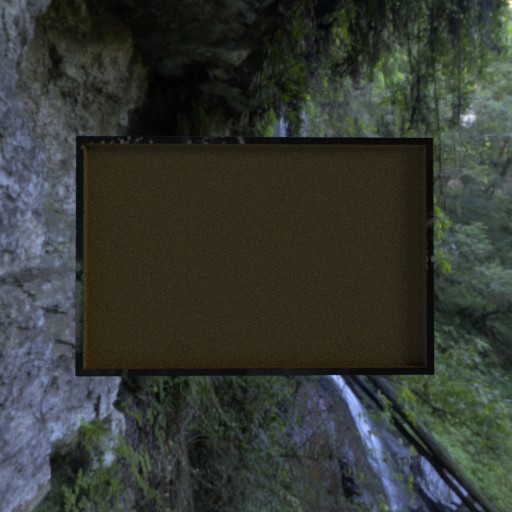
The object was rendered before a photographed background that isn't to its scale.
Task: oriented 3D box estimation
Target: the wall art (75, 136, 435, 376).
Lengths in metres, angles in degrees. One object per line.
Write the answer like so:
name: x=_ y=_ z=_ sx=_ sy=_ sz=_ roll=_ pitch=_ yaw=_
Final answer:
wall art: x=0.000 y=0.000 z=0.769 sx=0.609 sy=0.406 sz=0.037 roll=0 pitch=0 yaw=-1
